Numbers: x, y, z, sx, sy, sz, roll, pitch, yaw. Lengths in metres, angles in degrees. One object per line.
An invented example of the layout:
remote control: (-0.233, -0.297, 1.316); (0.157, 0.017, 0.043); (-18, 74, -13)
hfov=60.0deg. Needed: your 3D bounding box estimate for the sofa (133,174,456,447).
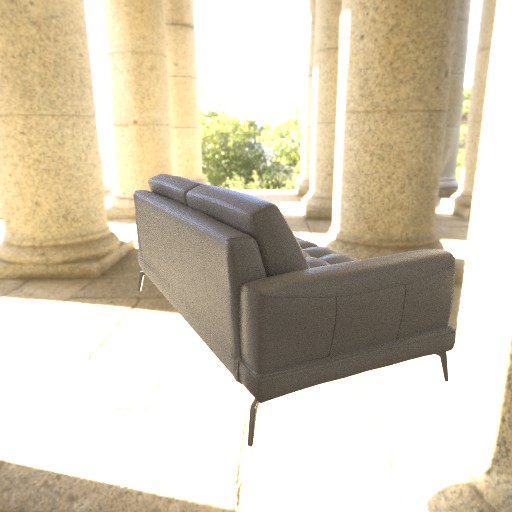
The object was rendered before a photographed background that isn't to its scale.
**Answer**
sofa: (0.000, 0.000, 2.758); (1.121, 0.930, 2.177); (-7, 17, -25)
